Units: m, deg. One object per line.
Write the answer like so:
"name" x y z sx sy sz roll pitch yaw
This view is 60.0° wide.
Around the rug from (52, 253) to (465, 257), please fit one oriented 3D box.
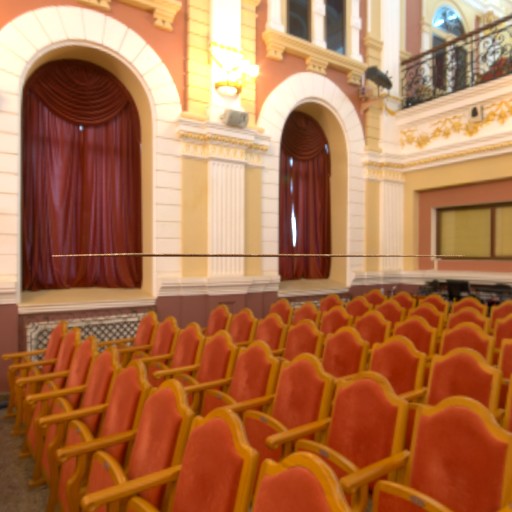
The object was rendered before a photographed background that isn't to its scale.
"rug" 0.000 0.000 4.434 3.353 0.010 2.438 0 0 -35
